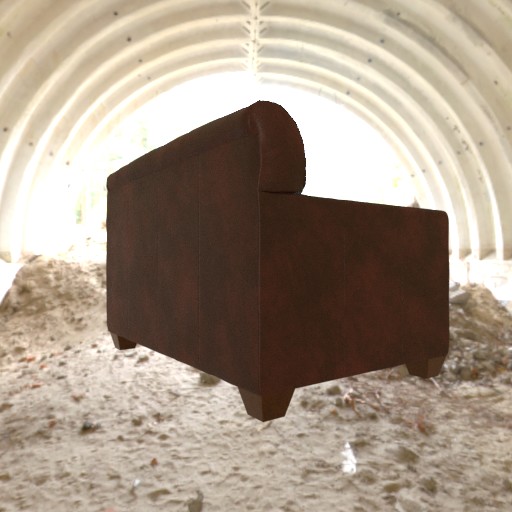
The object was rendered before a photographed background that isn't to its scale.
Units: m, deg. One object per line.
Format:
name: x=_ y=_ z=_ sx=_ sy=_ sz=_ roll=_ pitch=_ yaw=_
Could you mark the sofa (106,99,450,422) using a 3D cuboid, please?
sofa: x=0.000 y=0.000 z=2.053 sx=1.000 sy=0.956 sz=1.413 roll=0 pitch=-1 yaw=-36
